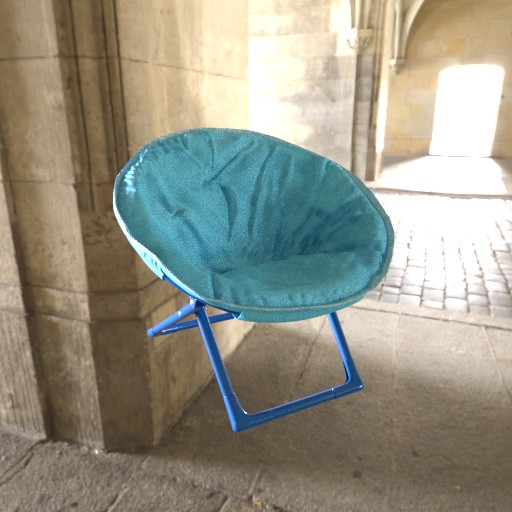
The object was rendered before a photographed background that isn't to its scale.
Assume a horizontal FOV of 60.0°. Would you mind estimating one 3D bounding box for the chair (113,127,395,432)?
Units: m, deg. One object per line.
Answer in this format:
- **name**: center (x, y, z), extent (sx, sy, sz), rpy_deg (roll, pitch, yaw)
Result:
- **chair**: center (0.000, 0.000, 0.882), extent (0.520, 0.478, 0.465), rpy_deg (-9, 20, -26)
